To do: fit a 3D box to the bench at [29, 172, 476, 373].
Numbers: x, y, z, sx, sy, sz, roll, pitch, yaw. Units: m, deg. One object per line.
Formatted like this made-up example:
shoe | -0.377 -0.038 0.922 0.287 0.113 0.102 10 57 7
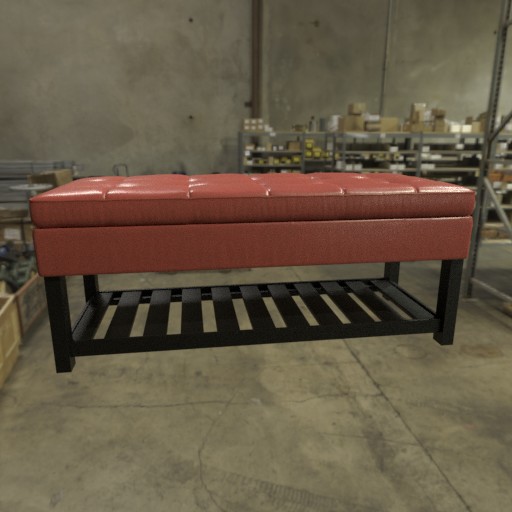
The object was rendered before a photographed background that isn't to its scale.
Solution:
bench | 0.000 0.000 1.321 1.105 0.460 0.432 -2 15 -8
